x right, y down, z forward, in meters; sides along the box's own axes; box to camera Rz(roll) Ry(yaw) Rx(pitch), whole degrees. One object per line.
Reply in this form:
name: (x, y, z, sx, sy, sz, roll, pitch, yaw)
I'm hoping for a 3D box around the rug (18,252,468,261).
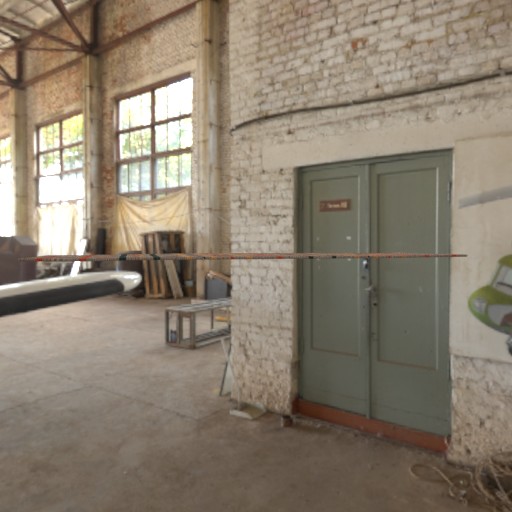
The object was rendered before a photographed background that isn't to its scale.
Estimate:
rug: (0.000, 0.000, 2.655, 2.419, 0.022, 0.744, 0, 1, -16)
